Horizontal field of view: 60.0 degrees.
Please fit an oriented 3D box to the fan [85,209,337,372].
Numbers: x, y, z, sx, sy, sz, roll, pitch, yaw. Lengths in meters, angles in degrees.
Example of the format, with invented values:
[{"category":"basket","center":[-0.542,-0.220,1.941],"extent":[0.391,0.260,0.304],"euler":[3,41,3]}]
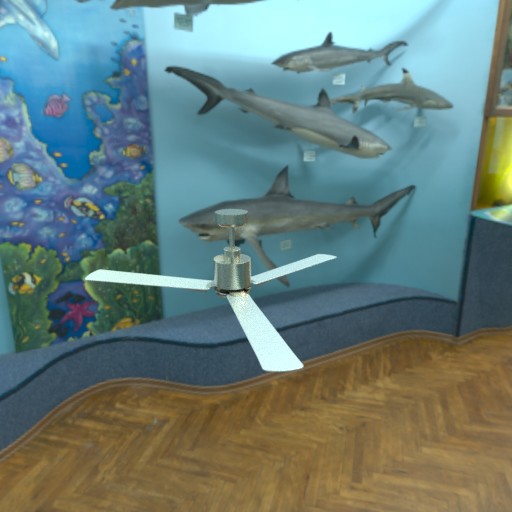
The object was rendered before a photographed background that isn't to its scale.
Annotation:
[{"category":"fan","center":[0.000,0.000,2.326],"extent":[1.561,0.446,1.531],"euler":[-9,18,-27]}]
